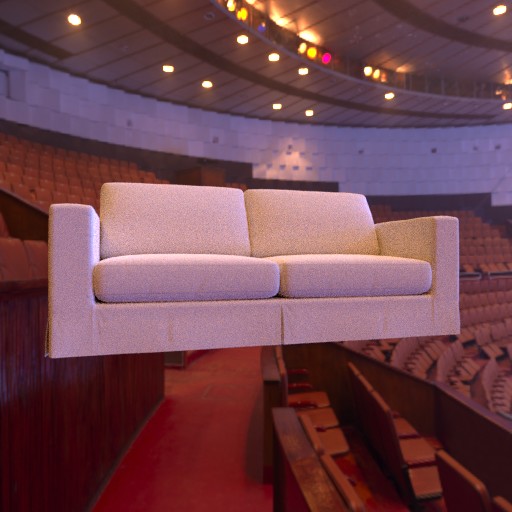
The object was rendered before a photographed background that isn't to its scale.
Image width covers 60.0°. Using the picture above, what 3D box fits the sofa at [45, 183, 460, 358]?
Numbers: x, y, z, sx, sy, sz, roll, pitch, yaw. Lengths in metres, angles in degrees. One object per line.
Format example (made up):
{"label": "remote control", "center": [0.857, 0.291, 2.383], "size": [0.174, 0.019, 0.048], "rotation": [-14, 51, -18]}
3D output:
{"label": "sofa", "center": [0.000, 0.000, 2.645], "size": [2.163, 0.881, 0.954], "rotation": [0, 0, -17]}
